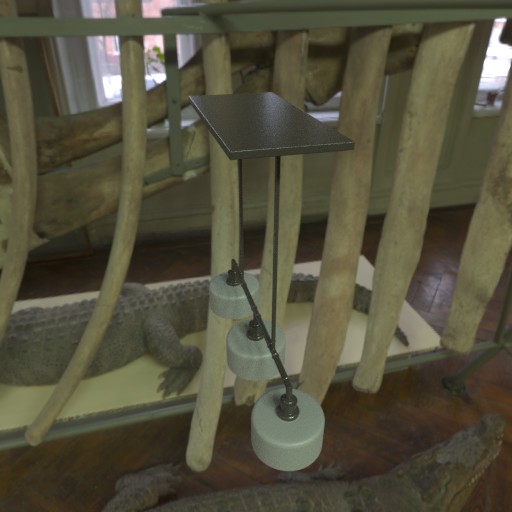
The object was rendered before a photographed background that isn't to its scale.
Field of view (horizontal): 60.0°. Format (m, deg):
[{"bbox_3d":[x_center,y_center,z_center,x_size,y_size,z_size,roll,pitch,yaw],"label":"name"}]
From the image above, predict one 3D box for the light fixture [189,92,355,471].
[{"bbox_3d":[0.000,0.000,0.895,0.177,0.557,0.582,-8,31,-13],"label":"light fixture"}]
